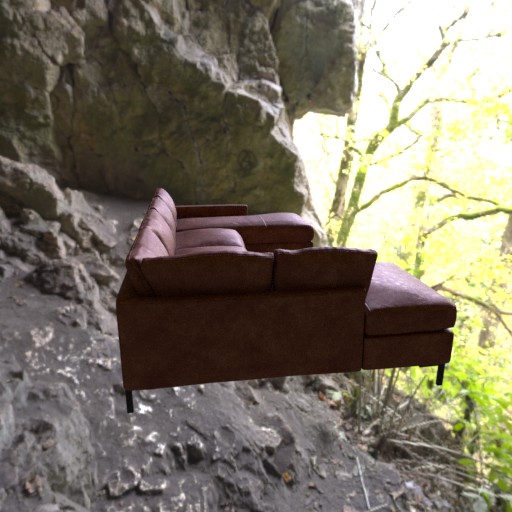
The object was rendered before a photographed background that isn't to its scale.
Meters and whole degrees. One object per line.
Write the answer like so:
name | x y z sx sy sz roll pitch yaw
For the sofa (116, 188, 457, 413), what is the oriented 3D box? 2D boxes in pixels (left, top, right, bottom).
sofa | 0.000 0.000 3.832 1.939 0.900 2.956 -3 17 -9
